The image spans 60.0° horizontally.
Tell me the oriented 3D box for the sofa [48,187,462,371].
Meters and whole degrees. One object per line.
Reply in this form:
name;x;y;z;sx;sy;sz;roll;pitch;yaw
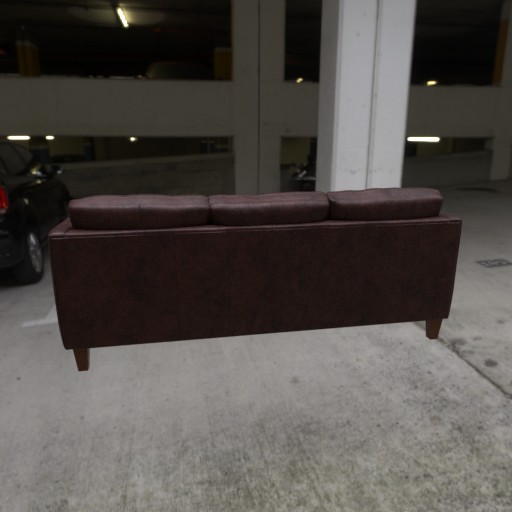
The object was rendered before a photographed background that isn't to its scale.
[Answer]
sofa;0.000;0.000;3.114;2.464;1.006;1.045;-3;16;-10
